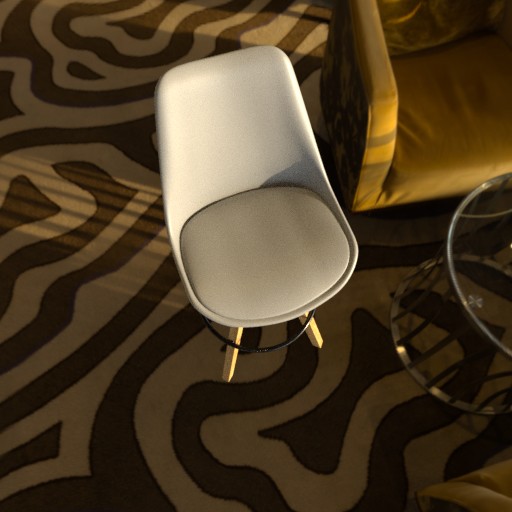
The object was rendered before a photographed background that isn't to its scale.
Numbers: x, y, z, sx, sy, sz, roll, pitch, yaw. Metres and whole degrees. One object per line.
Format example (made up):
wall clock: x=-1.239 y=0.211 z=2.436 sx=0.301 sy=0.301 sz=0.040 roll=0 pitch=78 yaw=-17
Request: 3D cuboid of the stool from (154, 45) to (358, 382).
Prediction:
stool: x=0.000 y=0.000 z=1.413 sx=0.485 sy=1.115 sz=0.550 roll=-18 pitch=65 yaw=-9
